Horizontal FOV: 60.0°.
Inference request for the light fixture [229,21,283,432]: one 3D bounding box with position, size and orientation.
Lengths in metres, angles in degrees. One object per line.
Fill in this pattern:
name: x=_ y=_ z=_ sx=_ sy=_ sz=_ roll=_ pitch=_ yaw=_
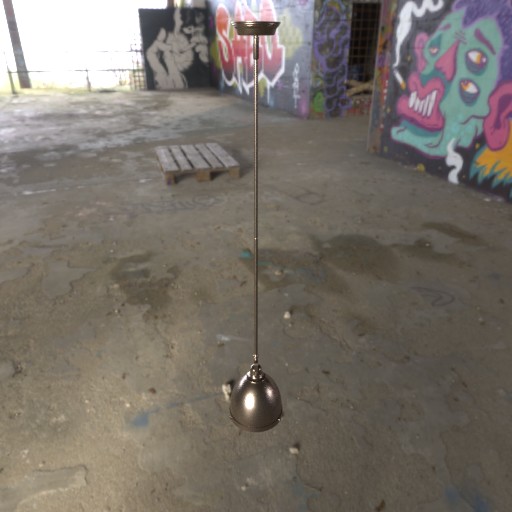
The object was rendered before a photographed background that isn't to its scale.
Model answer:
light fixture: x=0.000 y=0.000 z=1.465 sx=0.211 sy=1.367 sz=0.217 roll=0 pitch=26 yaw=-1
